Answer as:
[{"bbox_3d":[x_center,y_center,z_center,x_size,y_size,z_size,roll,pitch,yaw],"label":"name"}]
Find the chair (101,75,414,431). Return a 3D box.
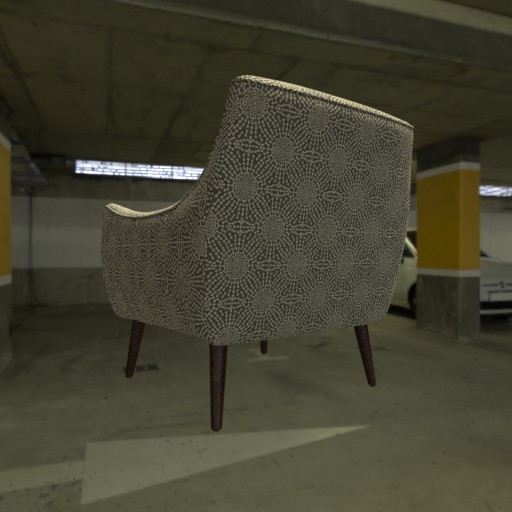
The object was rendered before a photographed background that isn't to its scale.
[{"bbox_3d":[0.000,0.000,1.432,0.762,0.838,0.787,0,1,-37],"label":"chair"}]
